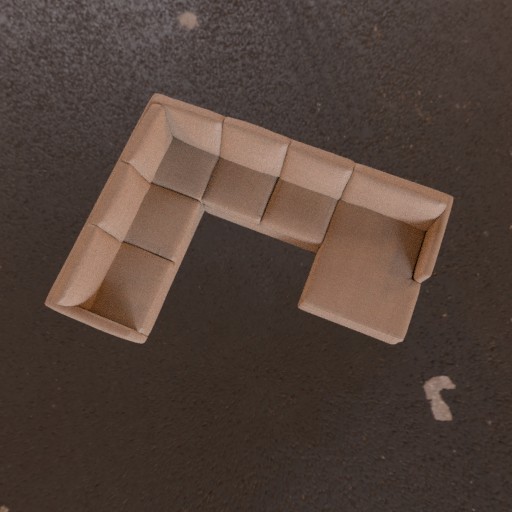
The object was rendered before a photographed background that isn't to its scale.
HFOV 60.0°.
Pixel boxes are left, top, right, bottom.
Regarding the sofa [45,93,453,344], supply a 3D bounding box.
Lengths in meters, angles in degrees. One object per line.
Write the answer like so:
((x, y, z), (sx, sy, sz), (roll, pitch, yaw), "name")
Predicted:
((0.000, 0.000, 4.688), (3.460, 0.961, 2.594), (21, 76, 5), "sofa")
